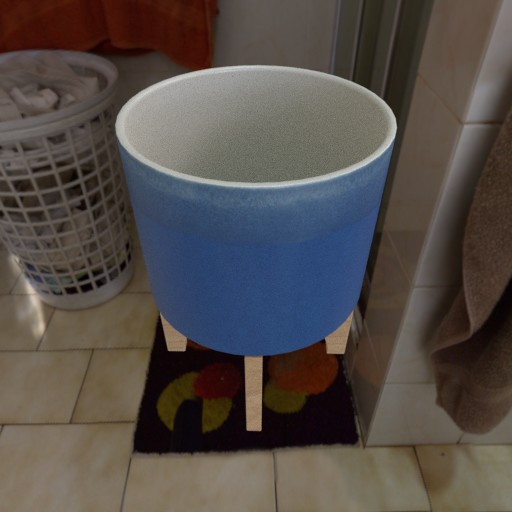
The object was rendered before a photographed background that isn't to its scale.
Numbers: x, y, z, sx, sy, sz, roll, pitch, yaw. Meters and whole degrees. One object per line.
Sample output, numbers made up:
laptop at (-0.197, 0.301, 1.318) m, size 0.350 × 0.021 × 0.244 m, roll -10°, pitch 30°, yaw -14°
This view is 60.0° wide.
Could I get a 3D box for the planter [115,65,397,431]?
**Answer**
planter at (0.000, 0.000, 0.543) m, size 0.261 × 0.367 × 0.261 m, roll 0°, pitch 42°, yaw 0°
